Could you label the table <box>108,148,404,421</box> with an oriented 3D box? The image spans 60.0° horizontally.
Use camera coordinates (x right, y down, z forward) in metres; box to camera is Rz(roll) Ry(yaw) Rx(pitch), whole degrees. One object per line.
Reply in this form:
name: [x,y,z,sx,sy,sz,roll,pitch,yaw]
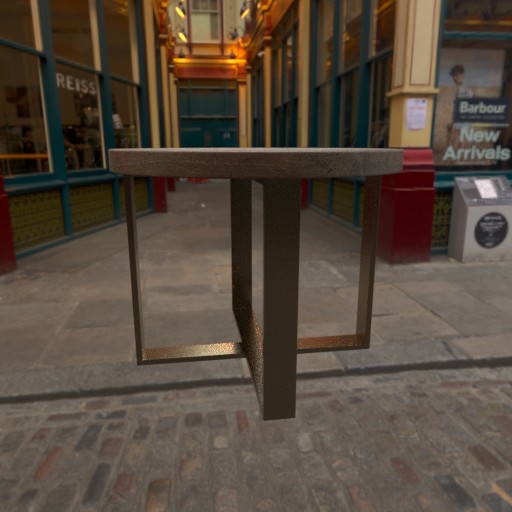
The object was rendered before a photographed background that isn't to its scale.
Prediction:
table: [0.000,0.000,0.931,0.557,0.437,0.557,0,14,0]
